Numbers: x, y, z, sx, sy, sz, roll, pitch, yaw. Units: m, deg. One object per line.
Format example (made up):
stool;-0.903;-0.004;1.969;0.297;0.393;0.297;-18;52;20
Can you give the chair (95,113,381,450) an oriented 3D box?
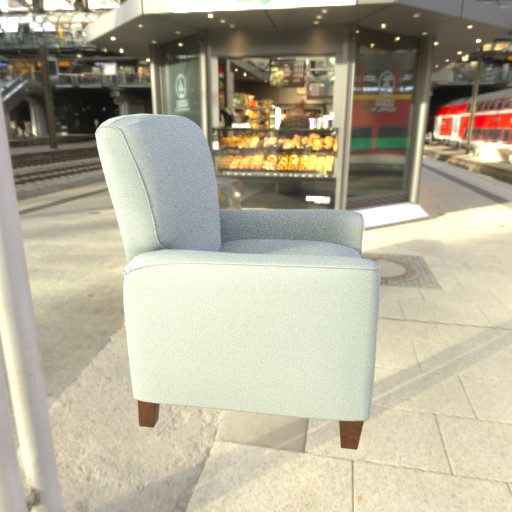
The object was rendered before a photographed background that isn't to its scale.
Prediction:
chair;0.000;0.000;1.653;0.846;1.007;0.853;3;17;9
